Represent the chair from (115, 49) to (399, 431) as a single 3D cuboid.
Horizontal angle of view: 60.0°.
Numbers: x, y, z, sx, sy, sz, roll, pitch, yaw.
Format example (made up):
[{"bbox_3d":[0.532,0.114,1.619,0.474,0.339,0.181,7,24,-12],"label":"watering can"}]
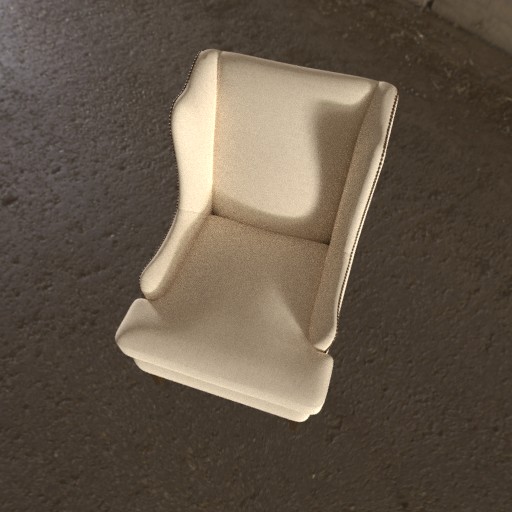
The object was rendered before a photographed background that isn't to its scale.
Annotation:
[{"bbox_3d":[0.000,0.000,1.647,0.737,1.029,0.940,15,59,10],"label":"chair"}]
